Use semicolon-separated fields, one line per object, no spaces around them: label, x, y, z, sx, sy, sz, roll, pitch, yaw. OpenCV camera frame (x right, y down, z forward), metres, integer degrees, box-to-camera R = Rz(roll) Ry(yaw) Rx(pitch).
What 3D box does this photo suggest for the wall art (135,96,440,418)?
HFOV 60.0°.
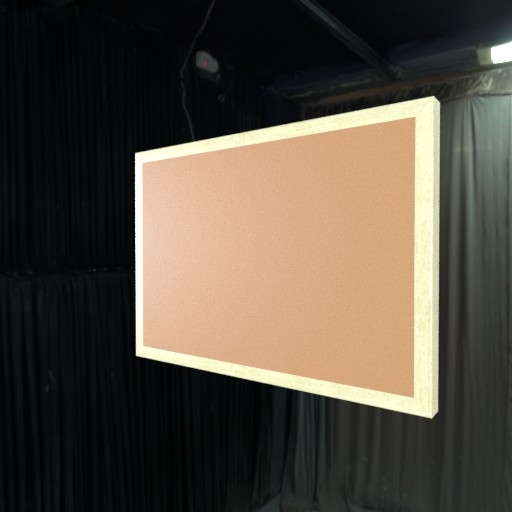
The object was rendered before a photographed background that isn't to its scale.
wall art;0.000;0.000;0.689;0.533;0.381;0.032;1;1;35
